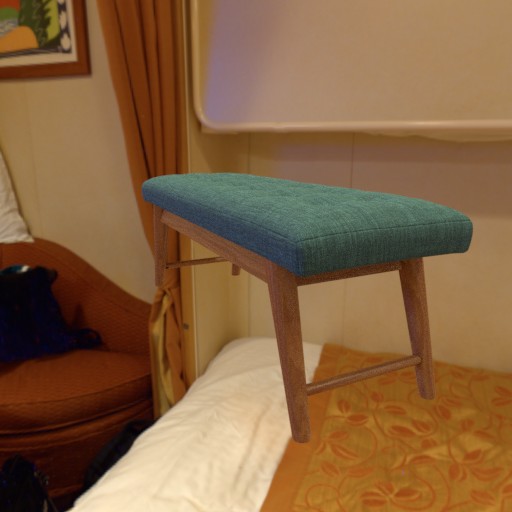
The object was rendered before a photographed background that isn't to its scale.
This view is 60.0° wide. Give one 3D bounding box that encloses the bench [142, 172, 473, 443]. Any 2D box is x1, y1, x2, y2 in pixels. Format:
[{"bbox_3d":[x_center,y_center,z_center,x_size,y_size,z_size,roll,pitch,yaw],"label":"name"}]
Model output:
[{"bbox_3d":[0.000,0.000,1.300,0.406,0.432,1.118,-7,16,-26],"label":"bench"}]
